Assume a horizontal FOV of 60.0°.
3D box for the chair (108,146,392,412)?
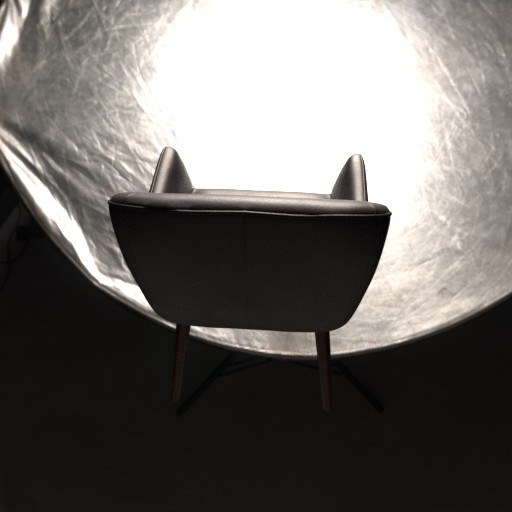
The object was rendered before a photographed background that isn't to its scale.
[{"bbox_3d":[0.000,0.000,1.262,0.610,0.828,0.610,3,46,3],"label":"chair"}]
